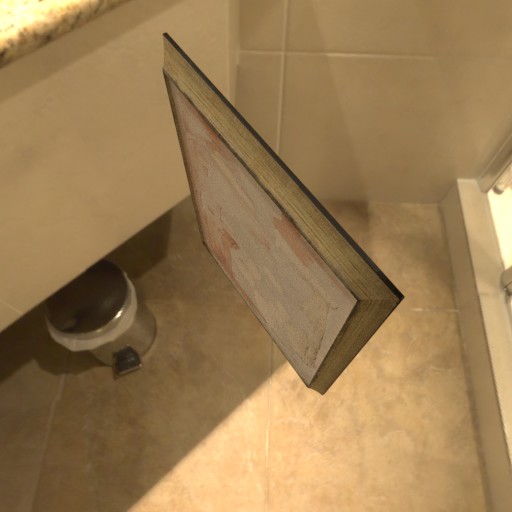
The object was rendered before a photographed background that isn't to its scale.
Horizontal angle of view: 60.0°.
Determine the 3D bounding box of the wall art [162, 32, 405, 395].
[{"bbox_3d":[0.000,0.000,0.622,0.023,0.457,0.381,-32,68,-15],"label":"wall art"}]
